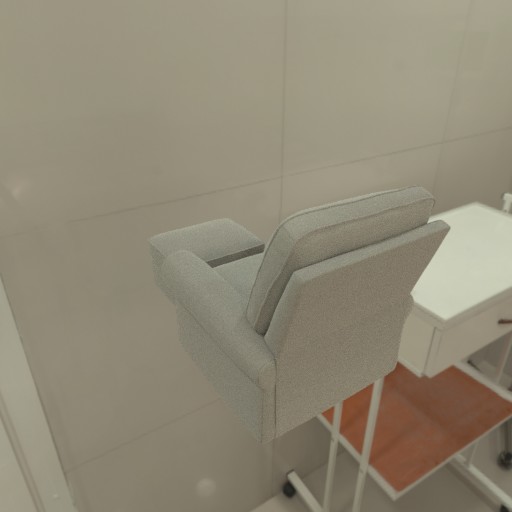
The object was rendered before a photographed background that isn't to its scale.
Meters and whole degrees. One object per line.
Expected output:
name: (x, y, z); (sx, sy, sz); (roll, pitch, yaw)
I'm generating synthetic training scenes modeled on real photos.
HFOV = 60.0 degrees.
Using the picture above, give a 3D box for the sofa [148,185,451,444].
sofa: (0.000, 0.000, 2.098); (0.880, 0.959, 1.478); (-18, 33, -29)
